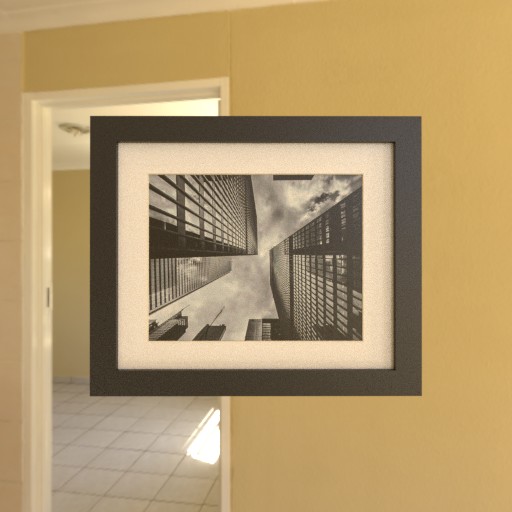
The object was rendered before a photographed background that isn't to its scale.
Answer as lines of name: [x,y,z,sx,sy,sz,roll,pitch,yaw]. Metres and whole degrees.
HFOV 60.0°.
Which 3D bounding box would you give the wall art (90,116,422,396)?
wall art: [0.000,0.000,0.522,0.381,0.321,0.028,0,0,0]
